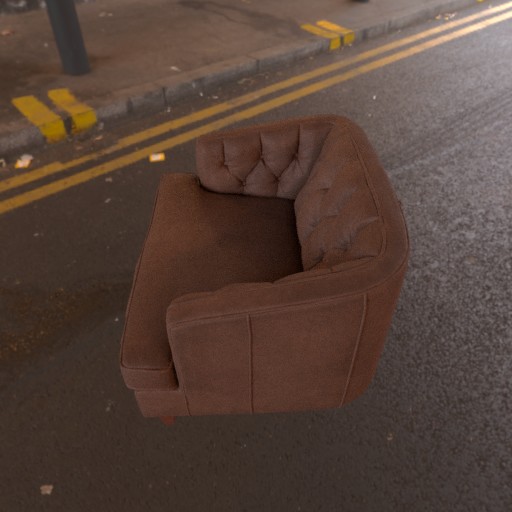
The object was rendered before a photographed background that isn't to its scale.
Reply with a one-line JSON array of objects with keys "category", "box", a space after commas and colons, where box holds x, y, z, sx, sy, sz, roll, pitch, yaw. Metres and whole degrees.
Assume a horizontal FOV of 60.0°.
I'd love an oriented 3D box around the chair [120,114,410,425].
[{"category": "chair", "box": [0.000, 0.000, 1.759, 0.914, 0.787, 1.118, -1, 42, -1]}]
